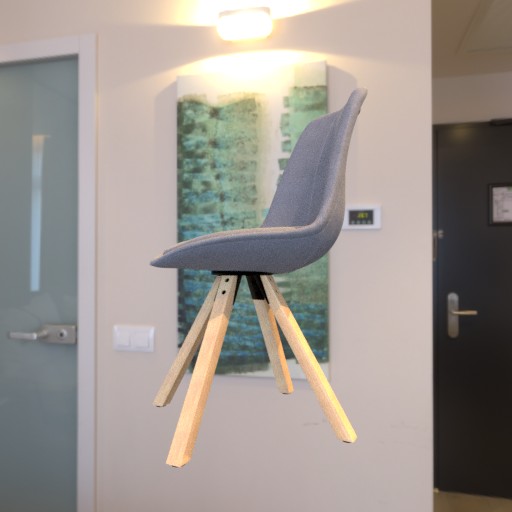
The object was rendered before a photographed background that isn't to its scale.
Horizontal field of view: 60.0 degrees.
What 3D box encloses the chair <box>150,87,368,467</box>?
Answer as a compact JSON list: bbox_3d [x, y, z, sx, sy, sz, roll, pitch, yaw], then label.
[{"bbox_3d":[0.000,0.000,1.176,0.549,0.863,0.474,0,-1,-17],"label":"chair"}]
